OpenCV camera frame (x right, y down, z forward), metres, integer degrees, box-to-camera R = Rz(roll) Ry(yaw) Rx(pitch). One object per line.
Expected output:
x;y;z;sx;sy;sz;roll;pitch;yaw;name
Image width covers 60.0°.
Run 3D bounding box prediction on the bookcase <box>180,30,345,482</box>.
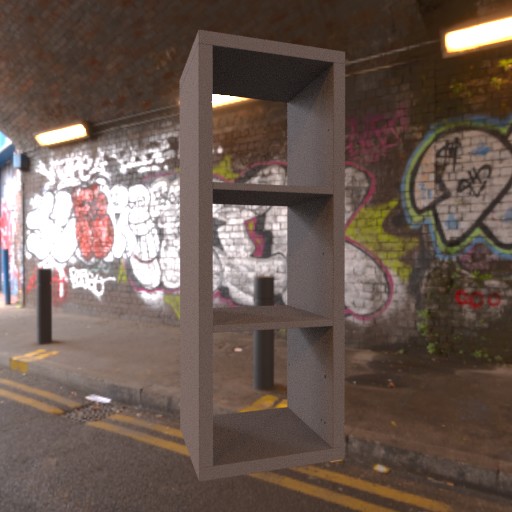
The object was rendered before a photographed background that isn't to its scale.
0.000;0.000;1.274;0.390;1.080;0.330;0;1;-18;bookcase
